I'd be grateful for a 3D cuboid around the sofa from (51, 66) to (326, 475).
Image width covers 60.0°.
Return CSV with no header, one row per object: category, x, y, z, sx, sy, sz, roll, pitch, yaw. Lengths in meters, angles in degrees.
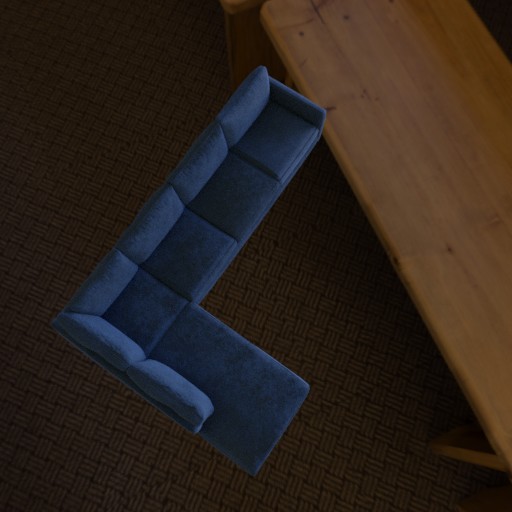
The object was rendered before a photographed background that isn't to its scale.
sofa,0.000,0.000,3.866,2.007,0.815,2.949,34,78,8
